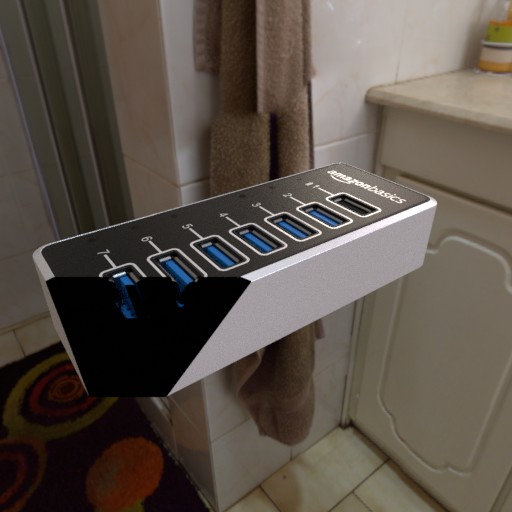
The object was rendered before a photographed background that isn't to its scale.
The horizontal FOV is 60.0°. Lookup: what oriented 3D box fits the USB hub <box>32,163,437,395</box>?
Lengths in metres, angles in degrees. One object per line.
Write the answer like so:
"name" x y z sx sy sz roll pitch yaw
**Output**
"USB hub" 0.000 0.000 0.129 0.110 0.023 0.044 -21 38 -30
